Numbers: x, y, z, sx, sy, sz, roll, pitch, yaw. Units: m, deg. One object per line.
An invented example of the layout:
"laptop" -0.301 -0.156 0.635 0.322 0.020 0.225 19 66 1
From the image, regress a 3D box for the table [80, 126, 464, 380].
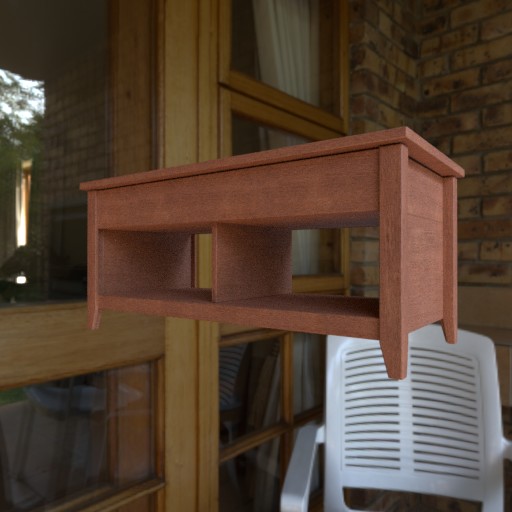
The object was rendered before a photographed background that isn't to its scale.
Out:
"table" 0.000 0.000 1.279 1.016 0.457 0.483 0 0 36
